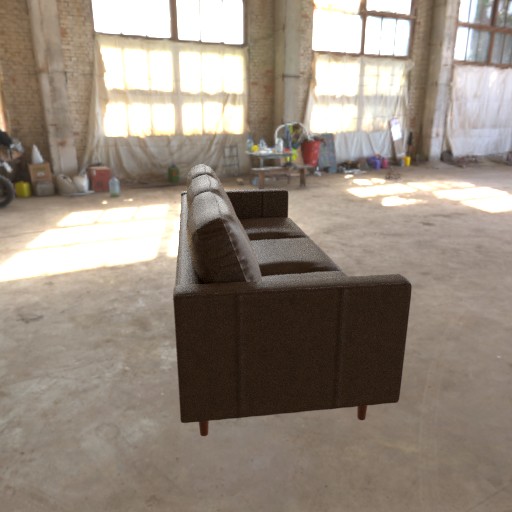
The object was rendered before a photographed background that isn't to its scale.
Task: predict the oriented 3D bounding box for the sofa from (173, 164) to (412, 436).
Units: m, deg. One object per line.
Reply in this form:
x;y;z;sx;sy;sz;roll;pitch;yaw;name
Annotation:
0.000;0.000;2.687;0.903;0.930;2.231;-3;18;-8;sofa
